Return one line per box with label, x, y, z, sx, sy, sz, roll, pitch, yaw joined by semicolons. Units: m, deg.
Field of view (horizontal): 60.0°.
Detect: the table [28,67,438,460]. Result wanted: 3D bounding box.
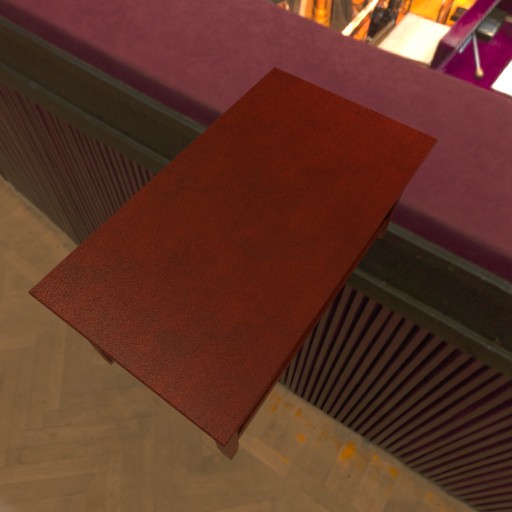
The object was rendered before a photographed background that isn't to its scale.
table;0.000;0.000;1.264;0.533;0.456;0.943;31;63;18
